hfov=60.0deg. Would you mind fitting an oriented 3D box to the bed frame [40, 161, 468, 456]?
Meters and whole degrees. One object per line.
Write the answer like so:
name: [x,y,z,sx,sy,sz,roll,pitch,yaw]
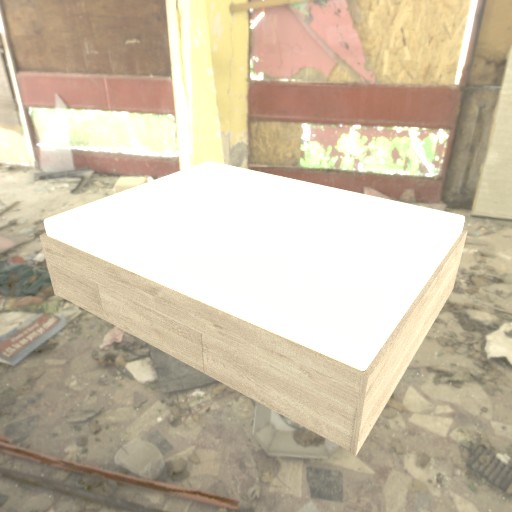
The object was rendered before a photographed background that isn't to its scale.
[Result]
bed frame: [0.000,0.000,2.579,1.944,0.490,1.448,18,33,30]
